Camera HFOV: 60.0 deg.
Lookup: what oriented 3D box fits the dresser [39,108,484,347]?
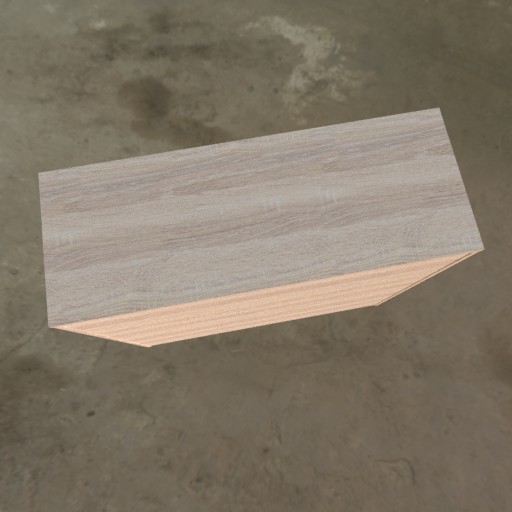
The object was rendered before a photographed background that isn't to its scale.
[{"bbox_3d":[0.000,0.000,1.461,0.980,0.900,0.380,-10,76,-3],"label":"dresser"}]
